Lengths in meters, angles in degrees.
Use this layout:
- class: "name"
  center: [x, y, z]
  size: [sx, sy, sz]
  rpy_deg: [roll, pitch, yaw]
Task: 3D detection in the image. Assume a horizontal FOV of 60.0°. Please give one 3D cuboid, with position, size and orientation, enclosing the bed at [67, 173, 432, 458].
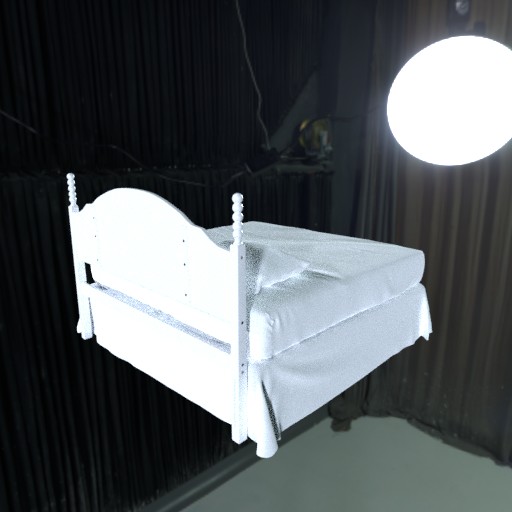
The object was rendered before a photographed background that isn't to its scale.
- class: "bed"
  center: [0.000, 0.000, 3.640]
  size: [2.322, 1.355, 2.219]
  rpy_deg: [14, 20, 43]
